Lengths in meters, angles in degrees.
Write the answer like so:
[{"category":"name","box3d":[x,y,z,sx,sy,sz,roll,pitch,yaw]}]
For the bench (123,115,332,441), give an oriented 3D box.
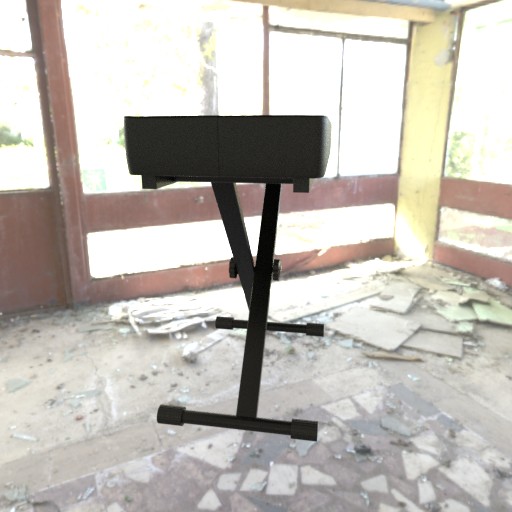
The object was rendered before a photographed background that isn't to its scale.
[{"category":"bench","box3d":[0.000,0.000,0.956,0.300,0.561,0.600,3,16,10]}]
